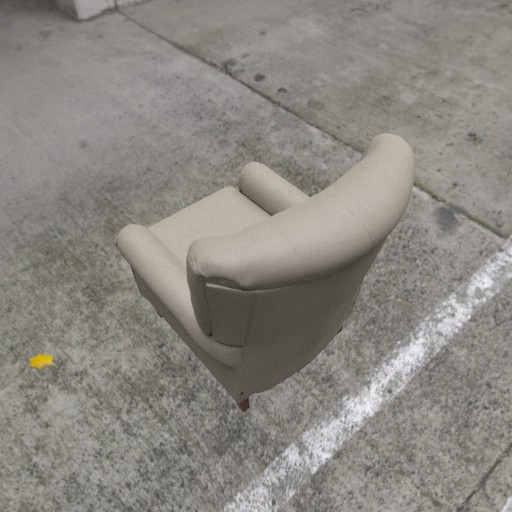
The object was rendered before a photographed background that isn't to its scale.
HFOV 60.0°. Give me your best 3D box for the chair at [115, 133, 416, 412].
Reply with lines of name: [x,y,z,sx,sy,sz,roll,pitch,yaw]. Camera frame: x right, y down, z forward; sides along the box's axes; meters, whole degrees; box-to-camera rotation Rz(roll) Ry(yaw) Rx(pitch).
chair: [0.000,0.000,1.925,0.943,1.158,1.059,-32,55,-26]
